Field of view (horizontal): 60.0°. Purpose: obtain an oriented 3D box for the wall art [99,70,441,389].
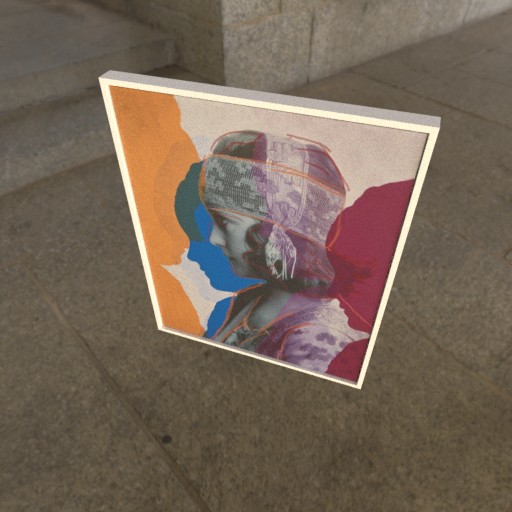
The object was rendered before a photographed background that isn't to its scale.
[{"bbox_3d":[0.000,0.000,0.743,0.443,0.549,0.030,13,44,14],"label":"wall art"}]
